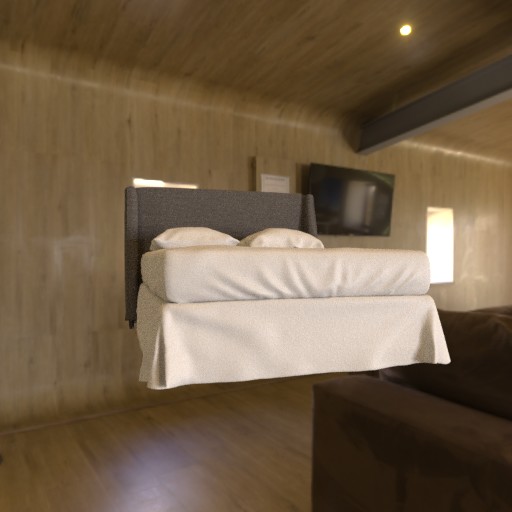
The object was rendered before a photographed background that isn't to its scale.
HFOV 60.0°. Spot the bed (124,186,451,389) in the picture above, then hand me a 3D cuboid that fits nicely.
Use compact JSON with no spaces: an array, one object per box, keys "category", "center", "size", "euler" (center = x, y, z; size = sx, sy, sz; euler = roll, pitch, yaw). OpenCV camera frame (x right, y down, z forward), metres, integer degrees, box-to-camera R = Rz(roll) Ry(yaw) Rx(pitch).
[{"category":"bed","center":[0.000,0.000,3.442],"size":[1.925,1.332,2.276],"euler":[0,0,-18]}]
